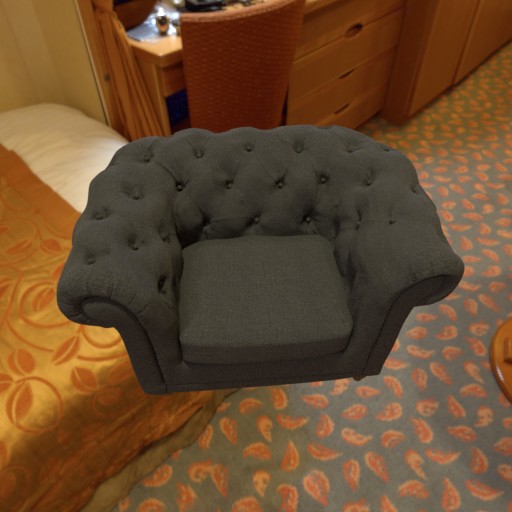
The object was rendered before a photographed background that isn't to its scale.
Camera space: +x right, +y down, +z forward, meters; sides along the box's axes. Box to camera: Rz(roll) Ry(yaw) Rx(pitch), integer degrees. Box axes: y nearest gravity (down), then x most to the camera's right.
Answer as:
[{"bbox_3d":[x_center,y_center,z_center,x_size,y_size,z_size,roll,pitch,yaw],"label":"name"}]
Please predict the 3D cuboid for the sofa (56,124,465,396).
[{"bbox_3d":[0.000,0.000,2.022,1.405,0.878,1.032,-3,47,-3],"label":"sofa"}]
